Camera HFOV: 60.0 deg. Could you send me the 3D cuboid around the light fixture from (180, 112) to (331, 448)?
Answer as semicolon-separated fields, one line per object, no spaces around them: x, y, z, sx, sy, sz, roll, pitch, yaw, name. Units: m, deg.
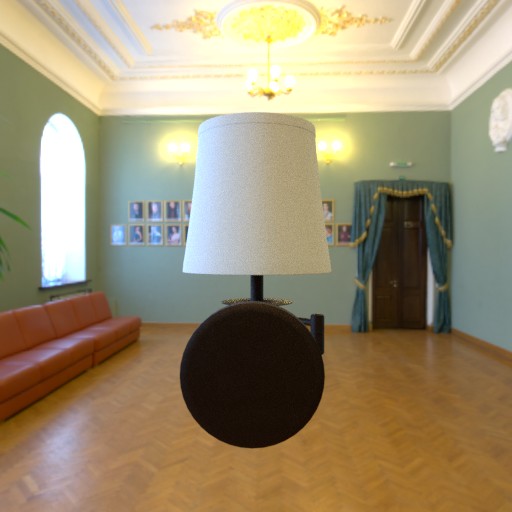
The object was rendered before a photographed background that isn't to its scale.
0.000;0.000;0.276;0.100;0.172;0.157;0;0;1;light fixture
